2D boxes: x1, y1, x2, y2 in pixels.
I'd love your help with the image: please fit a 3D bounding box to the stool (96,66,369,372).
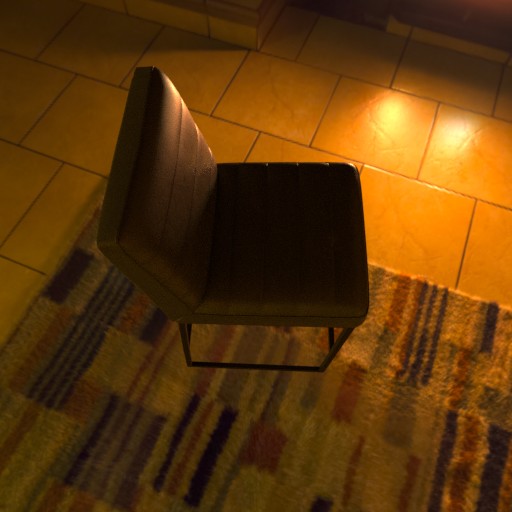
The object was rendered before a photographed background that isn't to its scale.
[{"bbox_3d":[0.000,0.000,1.260,0.552,0.938,0.457,2,63,1],"label":"stool"}]
